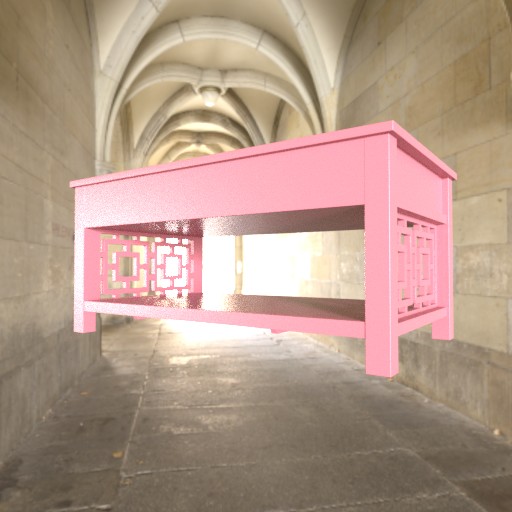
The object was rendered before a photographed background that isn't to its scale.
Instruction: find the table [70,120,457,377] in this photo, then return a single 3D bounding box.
[{"bbox_3d":[0.000,0.000,1.397,1.068,0.493,0.612,-1,-2,35],"label":"table"}]
